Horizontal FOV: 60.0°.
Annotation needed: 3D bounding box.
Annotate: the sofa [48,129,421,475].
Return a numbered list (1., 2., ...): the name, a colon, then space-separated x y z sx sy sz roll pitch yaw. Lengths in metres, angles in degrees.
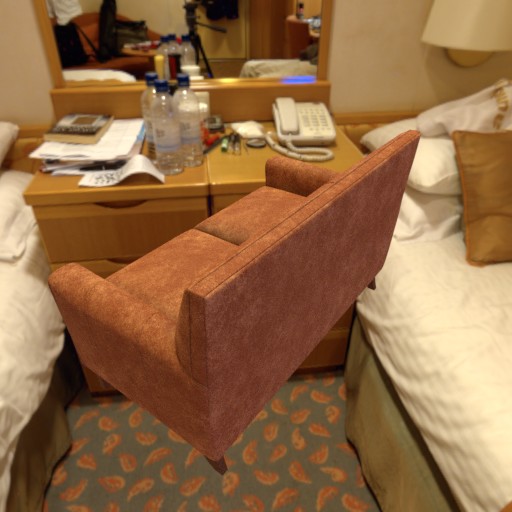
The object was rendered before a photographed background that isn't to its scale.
1. sofa: 0.000 0.000 1.930 0.787 0.871 1.473 22 39 29
